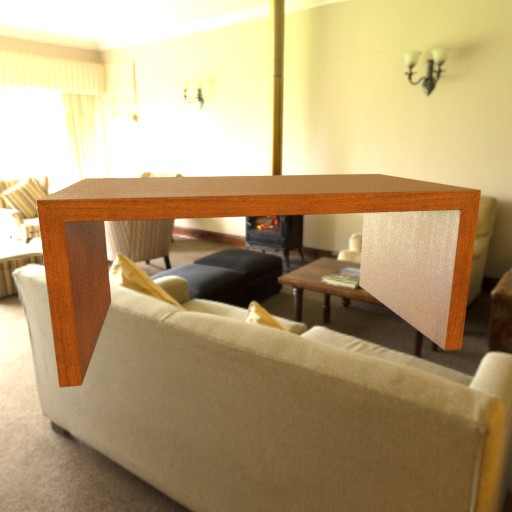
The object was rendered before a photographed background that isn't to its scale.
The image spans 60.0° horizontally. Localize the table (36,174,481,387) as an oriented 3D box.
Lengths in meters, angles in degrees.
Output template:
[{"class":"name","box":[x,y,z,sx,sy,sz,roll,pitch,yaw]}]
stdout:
[{"class":"table","box":[0.000,0.000,1.288,1.000,0.419,0.549,-3,15,-11]}]
